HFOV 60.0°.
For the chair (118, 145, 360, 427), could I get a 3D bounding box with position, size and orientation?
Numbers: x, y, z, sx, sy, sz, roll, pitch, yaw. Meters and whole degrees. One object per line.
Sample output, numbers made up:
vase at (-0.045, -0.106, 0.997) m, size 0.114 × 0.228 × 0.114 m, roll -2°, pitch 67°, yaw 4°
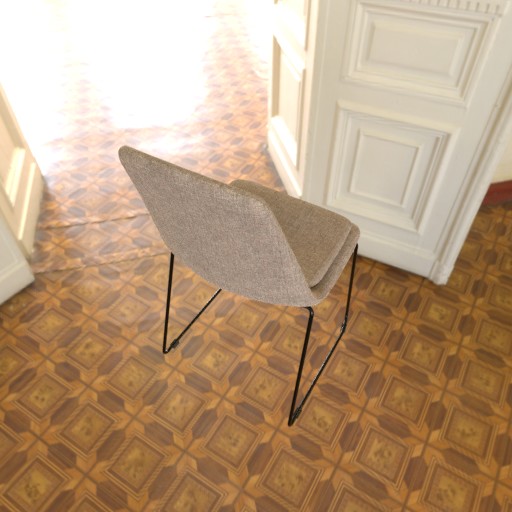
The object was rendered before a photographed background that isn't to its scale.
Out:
chair at (0.000, 0.000, 1.181) m, size 0.479 × 0.858 × 0.518 m, roll 24°, pitch 51°, yaw 21°
